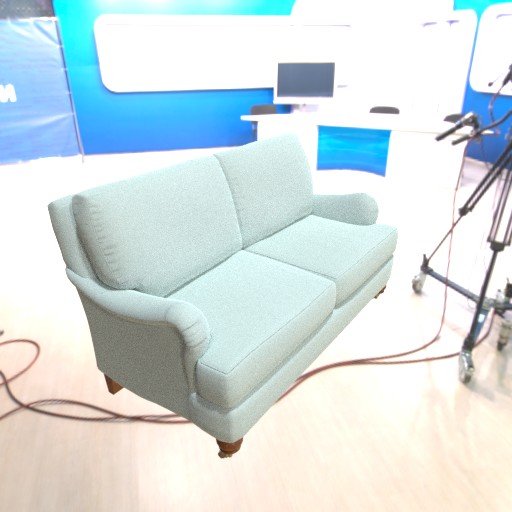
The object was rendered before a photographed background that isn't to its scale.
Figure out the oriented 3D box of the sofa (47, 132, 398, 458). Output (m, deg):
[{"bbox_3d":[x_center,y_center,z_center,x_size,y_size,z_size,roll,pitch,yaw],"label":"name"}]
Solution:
[{"bbox_3d":[0.000,0.000,2.546,1.084,1.101,1.853,18,31,32],"label":"sofa"}]
